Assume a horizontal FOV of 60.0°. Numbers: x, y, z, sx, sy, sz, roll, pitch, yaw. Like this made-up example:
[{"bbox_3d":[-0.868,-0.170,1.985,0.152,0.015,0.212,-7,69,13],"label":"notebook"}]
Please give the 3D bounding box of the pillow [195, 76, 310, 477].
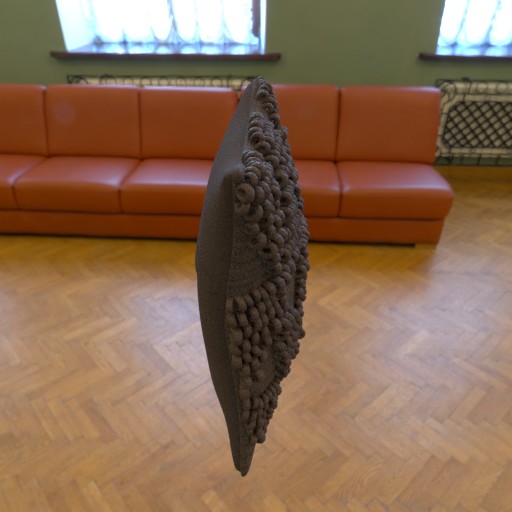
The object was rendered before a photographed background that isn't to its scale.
[{"bbox_3d":[0.000,0.000,0.715,0.172,0.467,0.470,1,33,2],"label":"pillow"}]
